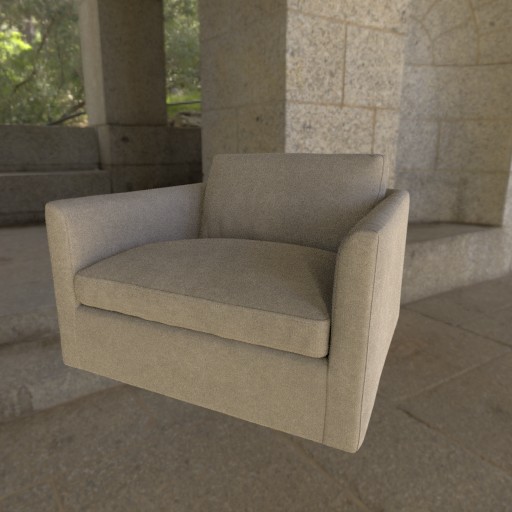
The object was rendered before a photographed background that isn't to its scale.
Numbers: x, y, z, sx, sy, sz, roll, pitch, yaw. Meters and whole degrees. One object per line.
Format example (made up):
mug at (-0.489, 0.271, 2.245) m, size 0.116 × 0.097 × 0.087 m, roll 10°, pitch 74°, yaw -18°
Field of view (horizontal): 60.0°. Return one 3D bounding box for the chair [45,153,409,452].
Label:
chair at (0.000, 0.000, 1.837) m, size 1.190 × 0.845 × 1.091 m, roll 7°, pitch 16°, yaw 26°
